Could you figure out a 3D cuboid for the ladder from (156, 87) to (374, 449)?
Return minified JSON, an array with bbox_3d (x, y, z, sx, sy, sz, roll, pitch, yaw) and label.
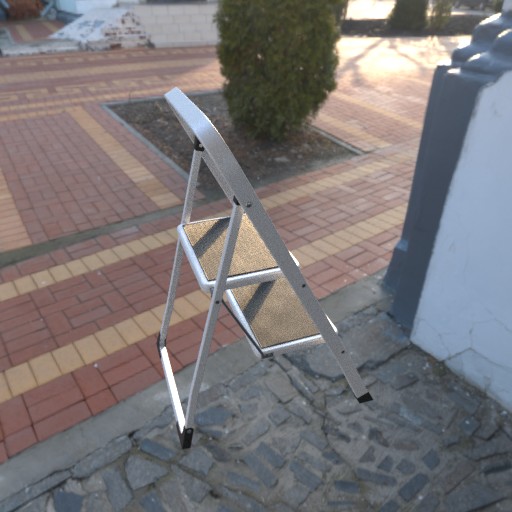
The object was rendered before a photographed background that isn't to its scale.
[{"bbox_3d":[0.000,0.000,1.149,0.544,0.810,0.460,-11,34,-17],"label":"ladder"}]
